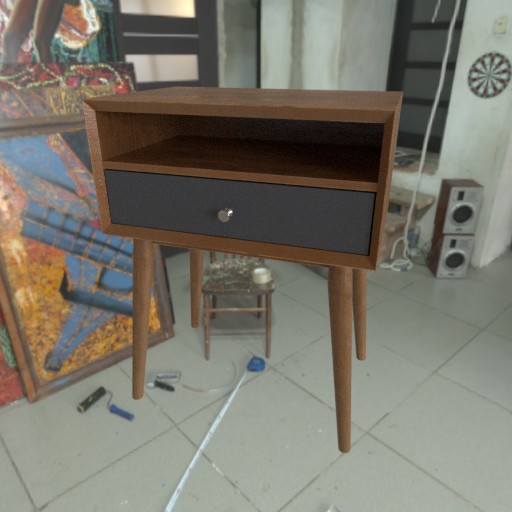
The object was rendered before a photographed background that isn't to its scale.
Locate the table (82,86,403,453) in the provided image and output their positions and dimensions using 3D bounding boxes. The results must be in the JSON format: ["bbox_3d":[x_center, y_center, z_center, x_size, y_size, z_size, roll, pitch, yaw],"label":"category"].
[{"bbox_3d":[0.000,0.000,0.847,0.454,0.580,0.307,8,26,17],"label":"table"}]
